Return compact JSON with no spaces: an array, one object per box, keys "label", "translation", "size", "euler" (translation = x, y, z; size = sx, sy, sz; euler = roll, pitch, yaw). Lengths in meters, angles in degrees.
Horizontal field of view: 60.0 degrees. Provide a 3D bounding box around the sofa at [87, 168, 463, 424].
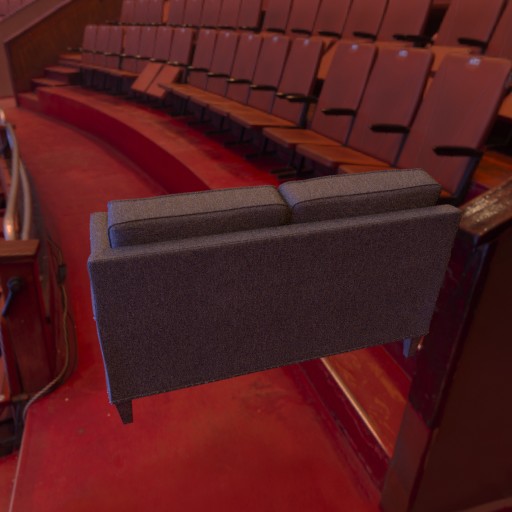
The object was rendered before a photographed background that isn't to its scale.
[{"label":"sofa","translation":[0.000,0.000,2.264],"size":[1.597,1.003,1.084],"euler":[-8,29,-16]}]
